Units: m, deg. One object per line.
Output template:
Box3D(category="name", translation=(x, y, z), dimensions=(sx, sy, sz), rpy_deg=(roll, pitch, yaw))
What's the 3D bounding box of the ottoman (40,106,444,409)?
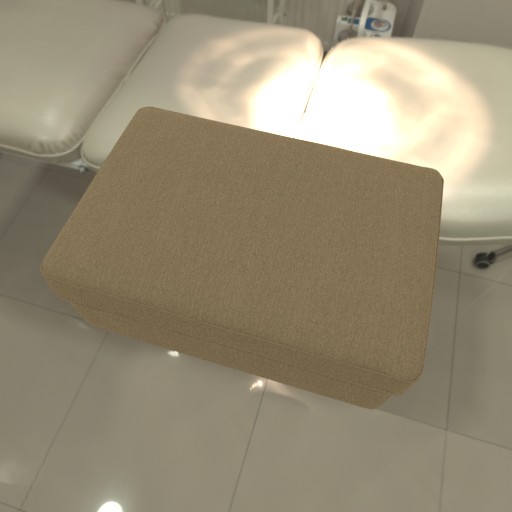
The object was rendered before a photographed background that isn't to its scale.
Box3D(category="ottoman", translation=(0.000, 0.000, 1.316), dimensions=(0.945, 0.521, 0.636), rpy_deg=(15, 61, 8))
